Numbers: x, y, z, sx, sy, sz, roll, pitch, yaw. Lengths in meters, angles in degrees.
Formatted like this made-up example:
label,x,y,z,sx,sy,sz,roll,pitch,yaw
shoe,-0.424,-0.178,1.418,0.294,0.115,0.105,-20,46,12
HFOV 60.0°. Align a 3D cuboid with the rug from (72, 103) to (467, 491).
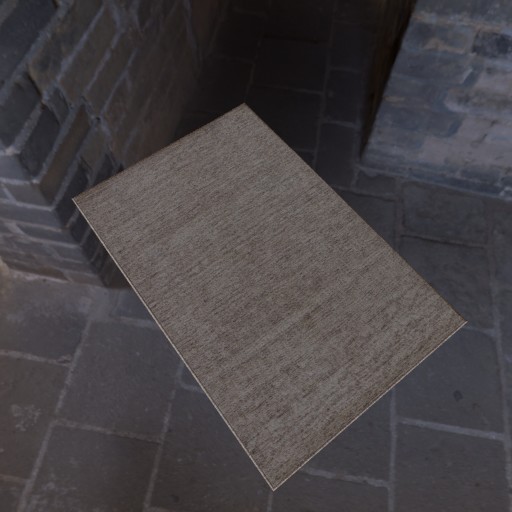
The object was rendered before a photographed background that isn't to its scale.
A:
label,x,y,z,sx,sy,sz,roll,pitch,yaw
rug,0.000,0.000,2.327,1.211,0.018,1.822,-34,68,-16
